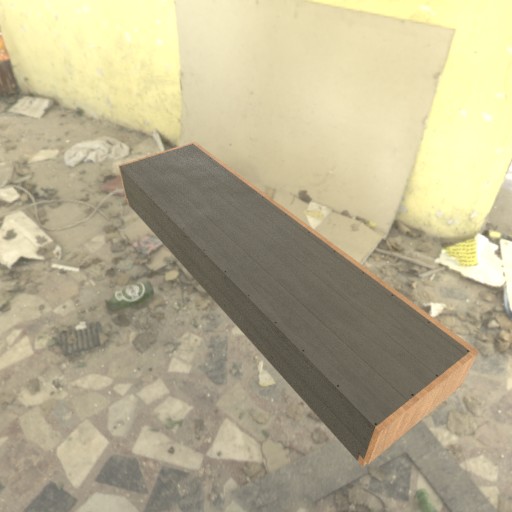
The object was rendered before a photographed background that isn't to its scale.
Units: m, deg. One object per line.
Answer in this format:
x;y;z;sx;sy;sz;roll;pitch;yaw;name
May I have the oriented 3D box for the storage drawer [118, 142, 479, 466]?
0.000;0.000;2.183;0.538;0.264;2.032;-25;47;-26;storage drawer
